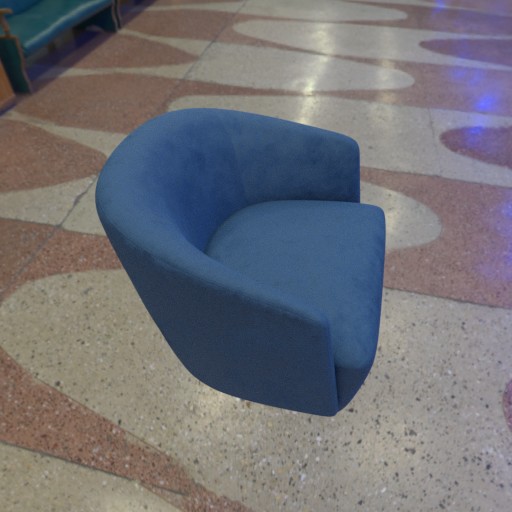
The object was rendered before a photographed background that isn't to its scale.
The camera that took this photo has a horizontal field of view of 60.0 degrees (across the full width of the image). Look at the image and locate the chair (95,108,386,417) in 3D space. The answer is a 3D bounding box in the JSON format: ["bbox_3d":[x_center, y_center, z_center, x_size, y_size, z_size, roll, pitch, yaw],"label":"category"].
[{"bbox_3d":[0.000,0.000,1.352,0.767,0.698,0.773,10,44,10],"label":"chair"}]
